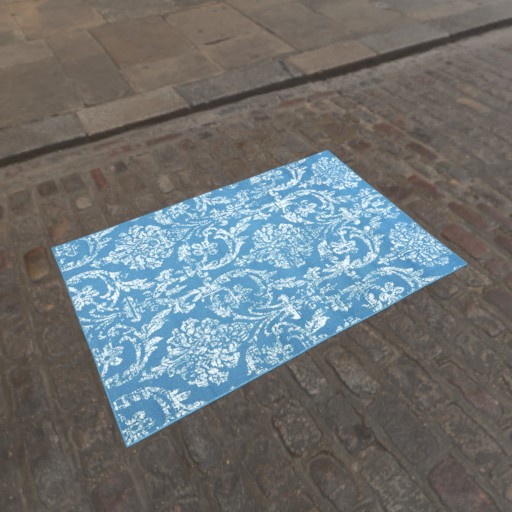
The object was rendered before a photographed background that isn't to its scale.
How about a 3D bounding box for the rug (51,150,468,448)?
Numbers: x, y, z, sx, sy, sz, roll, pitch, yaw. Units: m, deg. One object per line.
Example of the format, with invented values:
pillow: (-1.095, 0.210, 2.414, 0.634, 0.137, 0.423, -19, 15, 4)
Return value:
rug: (0.000, 0.000, 2.332, 1.833, 0.012, 1.211, -23, 51, -20)
